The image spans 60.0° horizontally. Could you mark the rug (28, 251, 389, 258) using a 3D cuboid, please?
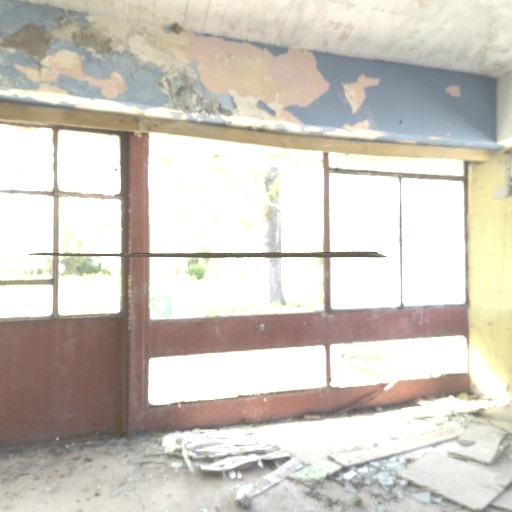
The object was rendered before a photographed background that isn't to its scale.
[{"bbox_3d":[0.000,0.000,4.354,2.443,0.024,3.228,0,-1,18],"label":"rug"}]
